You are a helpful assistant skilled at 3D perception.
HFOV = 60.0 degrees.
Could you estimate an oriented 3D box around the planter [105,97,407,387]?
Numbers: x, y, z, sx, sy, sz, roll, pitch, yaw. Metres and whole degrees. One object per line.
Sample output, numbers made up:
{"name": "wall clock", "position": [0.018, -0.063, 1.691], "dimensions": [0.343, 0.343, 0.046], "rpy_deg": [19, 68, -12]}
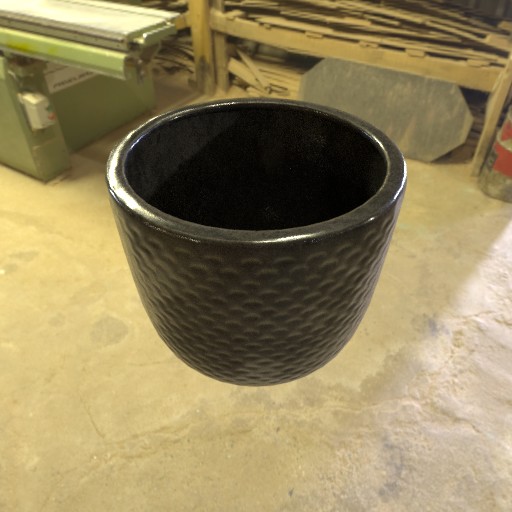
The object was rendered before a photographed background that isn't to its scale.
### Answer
{"name": "planter", "position": [0.000, 0.000, 0.250], "dimensions": [0.140, 0.129, 0.140], "rpy_deg": [0, 40, 0]}
